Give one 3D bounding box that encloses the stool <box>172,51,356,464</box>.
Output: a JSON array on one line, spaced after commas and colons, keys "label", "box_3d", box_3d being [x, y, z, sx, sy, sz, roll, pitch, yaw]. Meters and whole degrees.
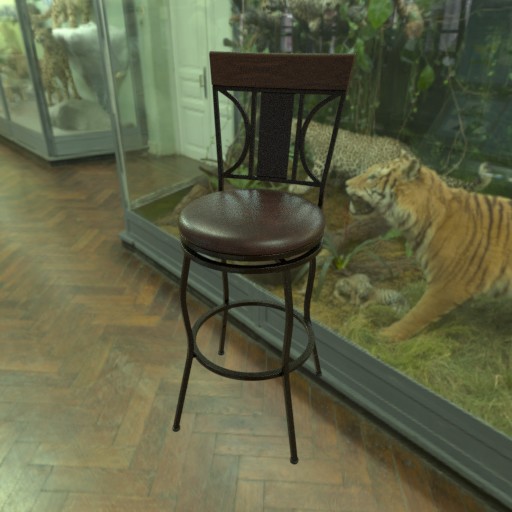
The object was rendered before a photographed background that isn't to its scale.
[{"label": "stool", "box_3d": [0.000, 0.000, 1.377, 0.448, 1.130, 0.513, 8, 29, 16]}]
